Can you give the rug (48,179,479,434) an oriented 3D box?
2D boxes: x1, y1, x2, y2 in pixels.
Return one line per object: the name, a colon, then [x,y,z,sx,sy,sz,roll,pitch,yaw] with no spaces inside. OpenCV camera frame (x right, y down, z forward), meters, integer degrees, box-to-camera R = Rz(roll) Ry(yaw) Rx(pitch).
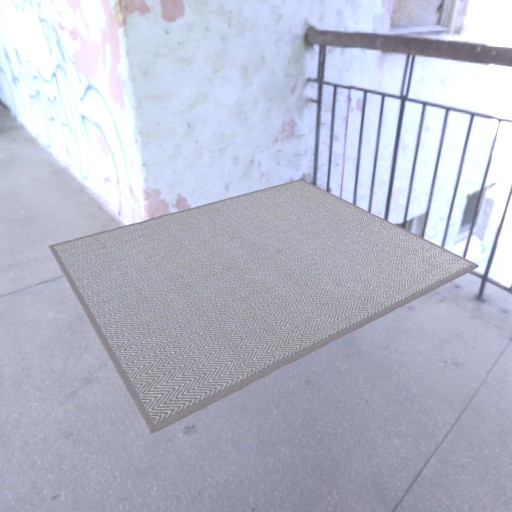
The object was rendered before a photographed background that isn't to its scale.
rug: [0.000,0.000,3.956,3.007,0.032,2.434,-19,36,-29]
